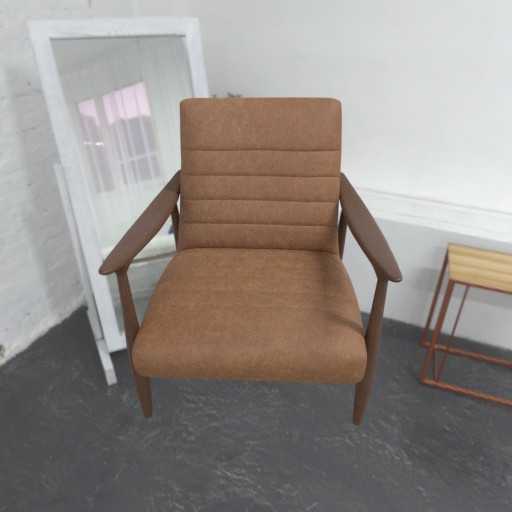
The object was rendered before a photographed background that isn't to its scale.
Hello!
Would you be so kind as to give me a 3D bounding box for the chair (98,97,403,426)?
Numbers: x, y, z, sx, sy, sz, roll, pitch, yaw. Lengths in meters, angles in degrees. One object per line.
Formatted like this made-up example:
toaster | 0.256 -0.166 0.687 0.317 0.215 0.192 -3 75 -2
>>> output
chair | 0.000 0.000 1.424 0.741 0.832 0.798 1 32 2
